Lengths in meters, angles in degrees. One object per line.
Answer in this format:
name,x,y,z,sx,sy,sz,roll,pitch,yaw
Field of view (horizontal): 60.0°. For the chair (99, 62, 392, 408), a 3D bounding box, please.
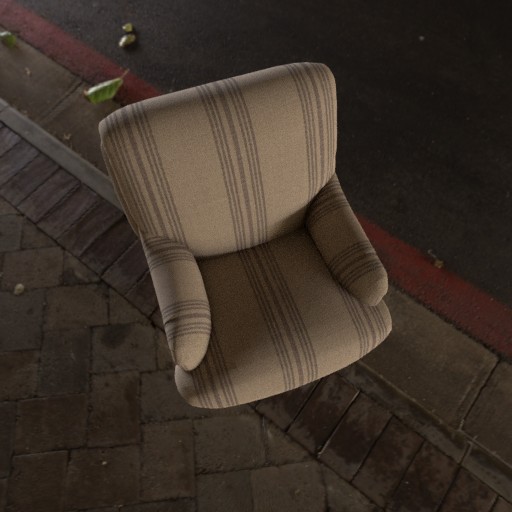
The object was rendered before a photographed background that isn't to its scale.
chair,0.000,0.000,1.601,0.813,0.940,0.914,-18,66,-8
